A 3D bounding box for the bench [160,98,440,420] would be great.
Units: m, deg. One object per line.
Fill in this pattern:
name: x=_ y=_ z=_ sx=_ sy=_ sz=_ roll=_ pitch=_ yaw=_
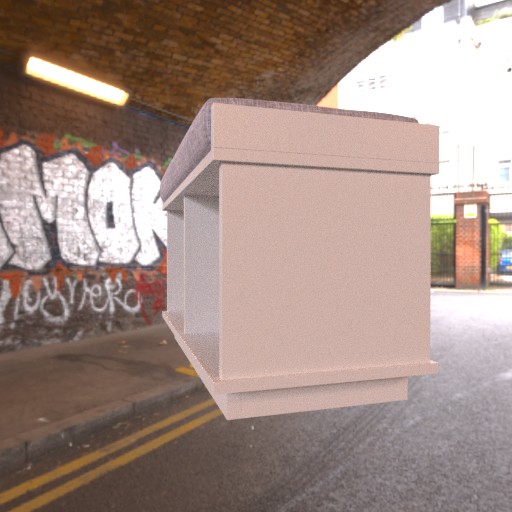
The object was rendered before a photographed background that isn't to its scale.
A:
bench: x=0.000 y=0.000 z=0.976 sx=0.362 sy=0.461 sz=0.734 roll=0 pitch=0 yaw=-17
